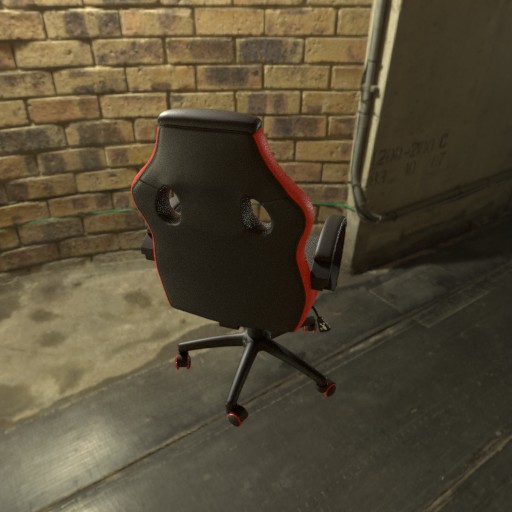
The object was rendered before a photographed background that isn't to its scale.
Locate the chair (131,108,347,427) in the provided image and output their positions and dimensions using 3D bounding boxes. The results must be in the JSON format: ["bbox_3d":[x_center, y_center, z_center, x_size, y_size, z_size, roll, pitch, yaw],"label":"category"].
[{"bbox_3d":[0.000,0.000,1.399,0.600,1.016,0.642,9,32,15],"label":"chair"}]
